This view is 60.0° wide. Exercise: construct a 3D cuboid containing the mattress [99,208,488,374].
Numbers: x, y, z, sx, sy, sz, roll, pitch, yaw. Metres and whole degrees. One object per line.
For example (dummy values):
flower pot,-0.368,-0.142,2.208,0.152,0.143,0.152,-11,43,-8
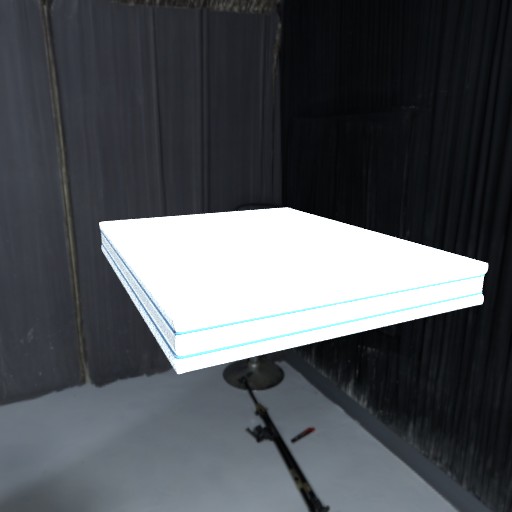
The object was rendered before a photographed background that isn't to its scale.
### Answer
mattress,0.000,0.000,2.758,1.600,0.230,2.000,-7,17,-25
